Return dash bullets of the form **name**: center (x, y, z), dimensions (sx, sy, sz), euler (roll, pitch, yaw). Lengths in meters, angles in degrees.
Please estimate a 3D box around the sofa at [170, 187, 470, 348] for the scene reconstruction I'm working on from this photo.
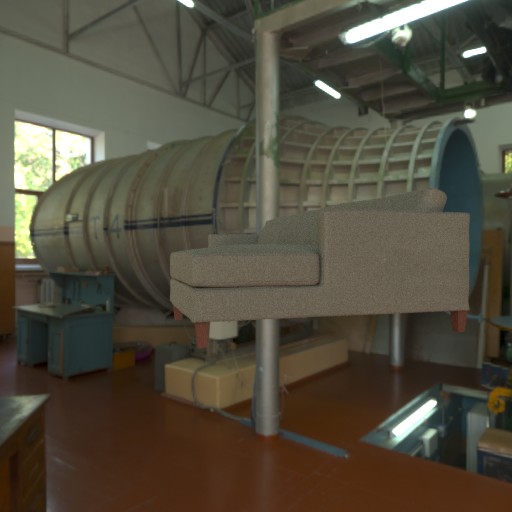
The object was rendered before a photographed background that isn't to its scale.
- **sofa**: center (0.000, 0.000, 3.822), dimensions (1.625, 0.861, 3.186), euler (0, 0, -17)
